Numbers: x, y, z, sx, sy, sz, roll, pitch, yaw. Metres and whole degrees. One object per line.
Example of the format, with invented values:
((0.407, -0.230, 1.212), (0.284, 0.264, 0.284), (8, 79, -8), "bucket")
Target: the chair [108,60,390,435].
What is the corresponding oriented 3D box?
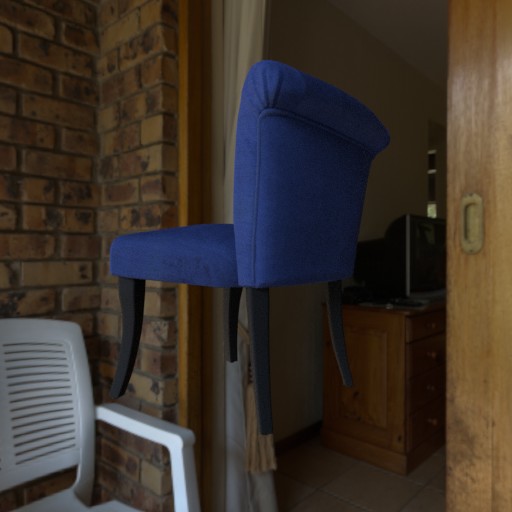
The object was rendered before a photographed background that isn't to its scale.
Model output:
((0.000, 0.000, 1.195), (0.606, 0.753, 0.585), (0, 0, 37), "chair")
